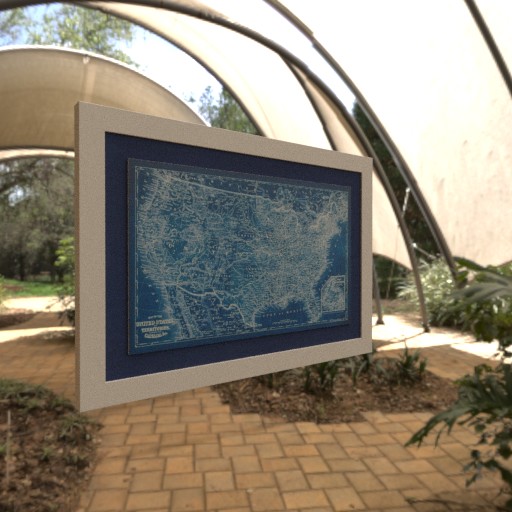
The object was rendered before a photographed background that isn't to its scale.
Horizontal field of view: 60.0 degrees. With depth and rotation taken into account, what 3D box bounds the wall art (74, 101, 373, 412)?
[{"bbox_3d":[0.000,0.000,1.691,1.308,0.902,0.051,0,1,-36],"label":"wall art"}]
